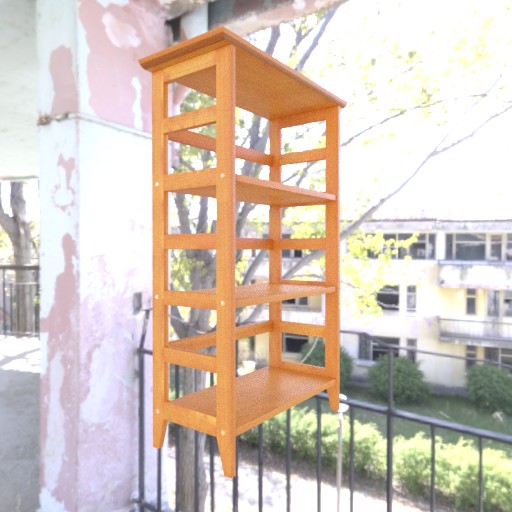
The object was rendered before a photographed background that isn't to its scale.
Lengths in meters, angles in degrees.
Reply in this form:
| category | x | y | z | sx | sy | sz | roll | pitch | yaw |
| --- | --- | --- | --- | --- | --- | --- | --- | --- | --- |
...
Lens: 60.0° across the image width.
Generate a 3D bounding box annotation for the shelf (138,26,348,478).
| category | x | y | z | sx | sy | sz | roll | pitch | yaw |
| --- | --- | --- | --- | --- | --- | --- | --- | --- | --- |
| shelf | 0.000 | 0.000 | 1.380 | 0.305 | 1.067 | 0.660 | 1 | 1 | 37 |
